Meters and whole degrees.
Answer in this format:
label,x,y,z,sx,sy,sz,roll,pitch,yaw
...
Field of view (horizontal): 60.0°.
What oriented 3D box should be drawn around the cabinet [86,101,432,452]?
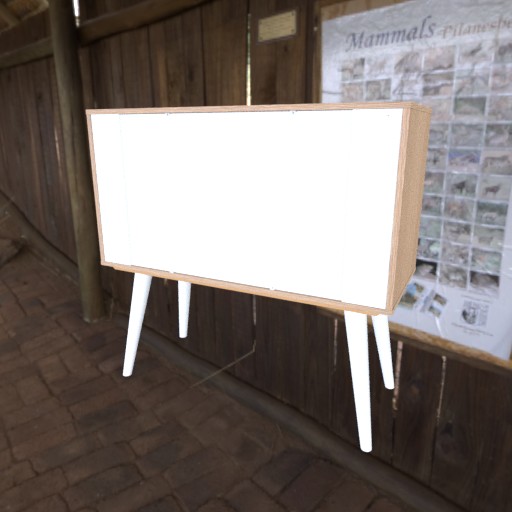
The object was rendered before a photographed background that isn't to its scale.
label,x,y,z,sx,sy,sz,roll,pitch,yaw
cabinet,0.000,0.000,1.616,1.057,1.016,0.470,8,18,26
